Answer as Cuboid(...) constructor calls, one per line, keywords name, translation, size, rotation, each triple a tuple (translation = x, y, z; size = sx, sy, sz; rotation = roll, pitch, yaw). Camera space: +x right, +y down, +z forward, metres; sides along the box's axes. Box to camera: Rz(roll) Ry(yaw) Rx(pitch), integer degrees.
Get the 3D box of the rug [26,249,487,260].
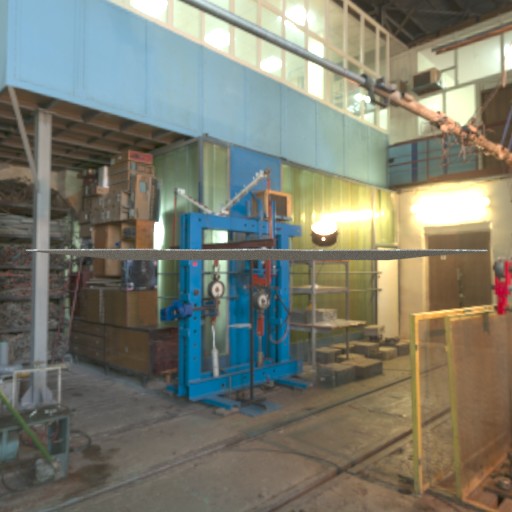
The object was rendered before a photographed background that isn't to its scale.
Cuboid(name="rug", translation=(0.000, 0.000, 2.787), size=(2.135, 0.013, 1.524), rotation=(0, -2, -1))
